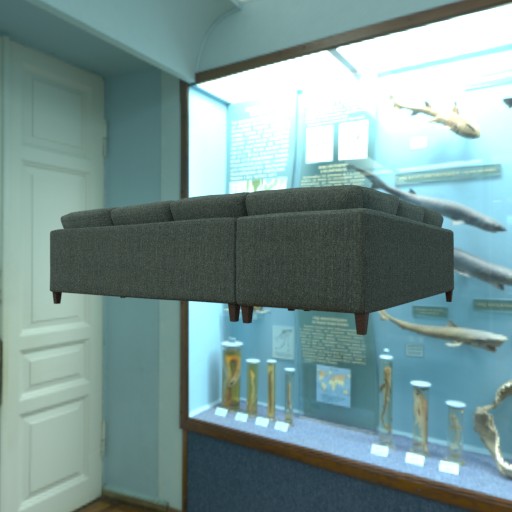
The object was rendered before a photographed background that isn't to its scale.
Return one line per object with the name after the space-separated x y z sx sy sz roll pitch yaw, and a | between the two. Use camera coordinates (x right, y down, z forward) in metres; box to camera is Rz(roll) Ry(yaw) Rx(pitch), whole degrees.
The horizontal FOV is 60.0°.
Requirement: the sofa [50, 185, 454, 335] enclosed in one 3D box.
0.000 0.000 4.503 3.302 0.947 2.593 0 -1 35 | sofa
